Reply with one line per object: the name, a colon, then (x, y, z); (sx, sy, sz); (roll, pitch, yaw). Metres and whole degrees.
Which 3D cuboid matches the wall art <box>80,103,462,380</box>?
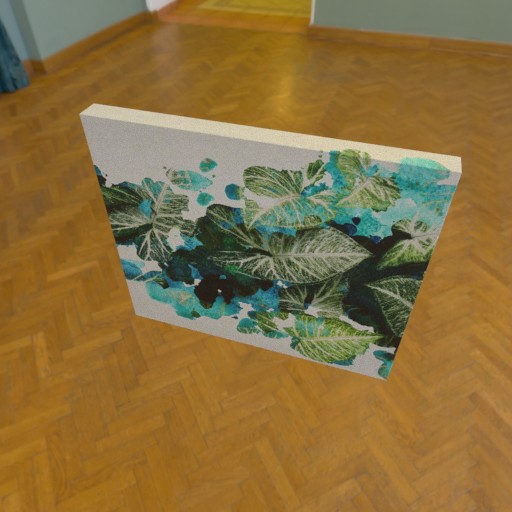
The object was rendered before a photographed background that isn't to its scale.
wall art: (0.000, 0.000, 0.725); (0.507, 0.435, 0.041); (12, 44, 13)
